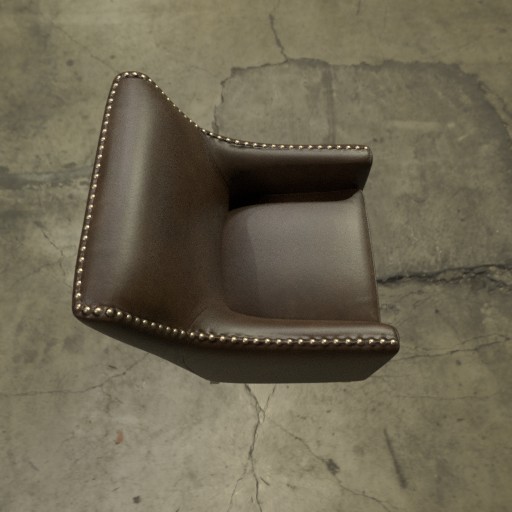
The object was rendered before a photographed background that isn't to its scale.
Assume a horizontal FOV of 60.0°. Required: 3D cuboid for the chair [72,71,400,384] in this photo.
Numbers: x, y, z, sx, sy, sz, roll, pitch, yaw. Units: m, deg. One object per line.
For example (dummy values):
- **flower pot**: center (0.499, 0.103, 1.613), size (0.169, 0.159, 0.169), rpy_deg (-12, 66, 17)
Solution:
- **chair**: center (0.000, 0.000, 1.286), size (0.704, 0.813, 0.639), rpy_deg (0, 64, 0)
